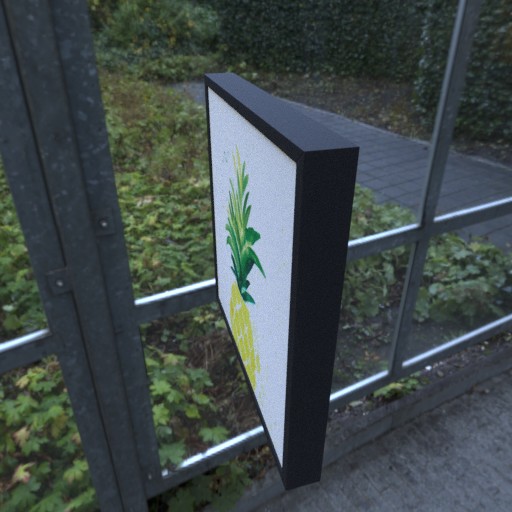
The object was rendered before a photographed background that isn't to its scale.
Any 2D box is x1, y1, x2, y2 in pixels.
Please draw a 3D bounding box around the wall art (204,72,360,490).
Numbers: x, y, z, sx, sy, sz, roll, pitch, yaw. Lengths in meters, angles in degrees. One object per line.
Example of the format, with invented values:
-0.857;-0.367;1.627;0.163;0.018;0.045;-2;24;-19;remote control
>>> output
0.000;0.000;0.446;0.033;0.304;0.305;-8;31;-14;wall art
